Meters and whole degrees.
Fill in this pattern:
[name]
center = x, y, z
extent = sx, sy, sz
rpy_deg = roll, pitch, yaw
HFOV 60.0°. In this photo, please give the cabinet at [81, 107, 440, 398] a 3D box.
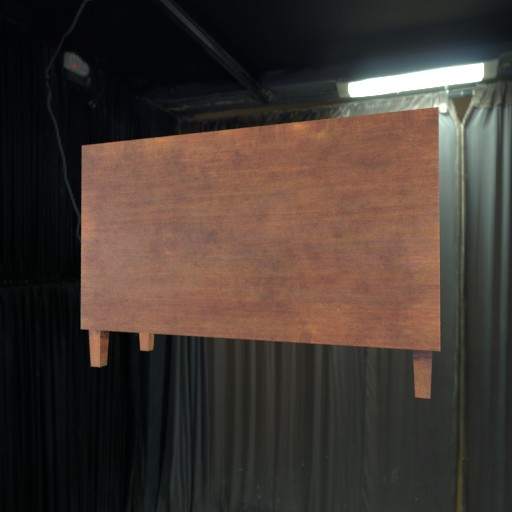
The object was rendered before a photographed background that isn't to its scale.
[cabinet]
center = 0.000, 0.000, 1.598
extent = 1.204, 0.805, 0.403
rpy_deg = 0, -1, 20
